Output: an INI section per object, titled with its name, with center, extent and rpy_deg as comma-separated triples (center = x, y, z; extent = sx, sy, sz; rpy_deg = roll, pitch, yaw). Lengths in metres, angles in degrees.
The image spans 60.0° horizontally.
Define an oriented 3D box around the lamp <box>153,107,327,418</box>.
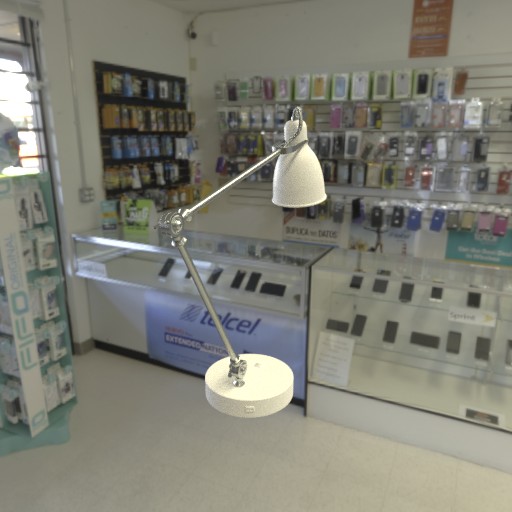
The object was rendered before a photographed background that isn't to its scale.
[lamp]
center = 0.000, 0.000, 0.897
extent = 0.187, 0.587, 0.561
rpy_deg = 8, 18, 27
